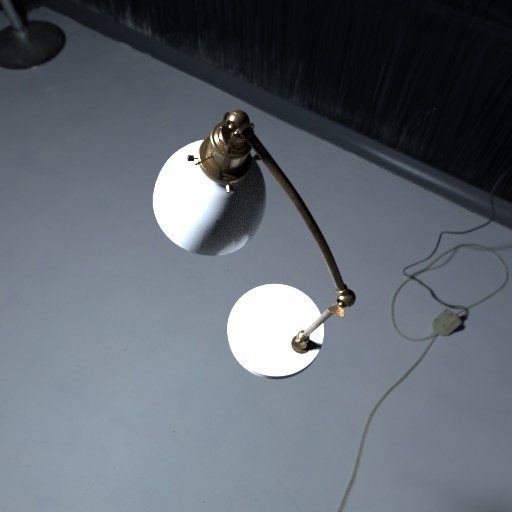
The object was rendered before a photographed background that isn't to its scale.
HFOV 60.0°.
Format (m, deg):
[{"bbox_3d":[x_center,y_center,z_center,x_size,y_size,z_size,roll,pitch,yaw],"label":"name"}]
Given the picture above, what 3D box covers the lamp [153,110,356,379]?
[{"bbox_3d":[0.000,0.000,0.659,0.317,0.522,0.186,32,66,16],"label":"lamp"}]
